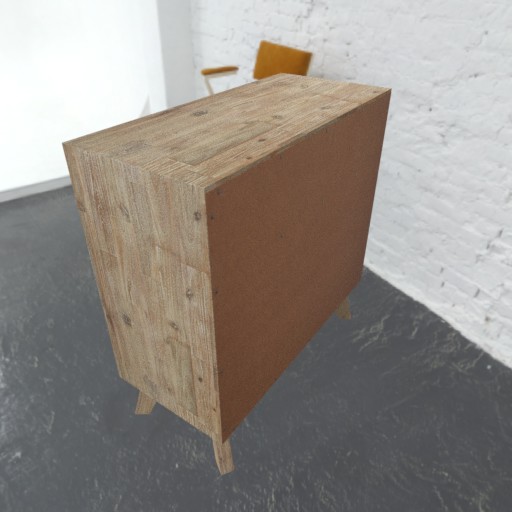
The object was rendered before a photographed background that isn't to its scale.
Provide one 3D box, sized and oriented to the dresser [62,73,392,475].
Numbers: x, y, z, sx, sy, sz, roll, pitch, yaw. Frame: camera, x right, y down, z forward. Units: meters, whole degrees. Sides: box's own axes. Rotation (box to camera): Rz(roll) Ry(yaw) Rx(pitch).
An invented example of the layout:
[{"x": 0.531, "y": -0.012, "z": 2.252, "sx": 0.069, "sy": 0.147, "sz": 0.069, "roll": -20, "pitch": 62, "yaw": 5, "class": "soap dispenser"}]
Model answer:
[{"x": 0.000, "y": 0.000, "z": 1.592, "sx": 0.455, "sy": 1.029, "sz": 0.998, "roll": 21, "pitch": 39, "yaw": 29, "class": "dresser"}]
